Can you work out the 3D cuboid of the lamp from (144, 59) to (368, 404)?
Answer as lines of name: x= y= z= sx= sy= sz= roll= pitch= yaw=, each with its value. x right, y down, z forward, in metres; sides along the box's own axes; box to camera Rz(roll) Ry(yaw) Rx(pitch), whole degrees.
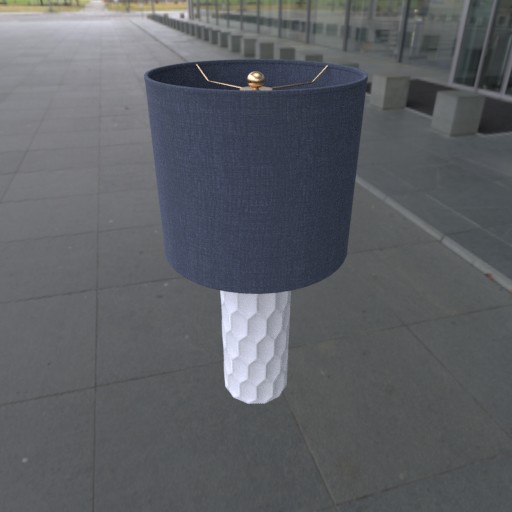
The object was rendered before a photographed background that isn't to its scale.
lamp: x=0.000 y=0.000 z=0.693 sx=0.277 sy=0.537 sz=0.277 roll=-1 pitch=30 yaw=-2
